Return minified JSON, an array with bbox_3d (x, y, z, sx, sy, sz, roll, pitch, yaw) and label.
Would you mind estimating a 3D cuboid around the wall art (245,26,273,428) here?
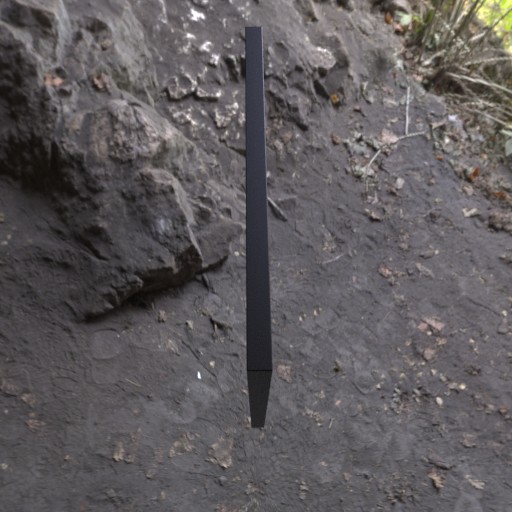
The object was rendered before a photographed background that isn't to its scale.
[{"bbox_3d":[0.000,0.000,1.160,0.038,0.765,0.765,-1,63,0],"label":"wall art"}]
